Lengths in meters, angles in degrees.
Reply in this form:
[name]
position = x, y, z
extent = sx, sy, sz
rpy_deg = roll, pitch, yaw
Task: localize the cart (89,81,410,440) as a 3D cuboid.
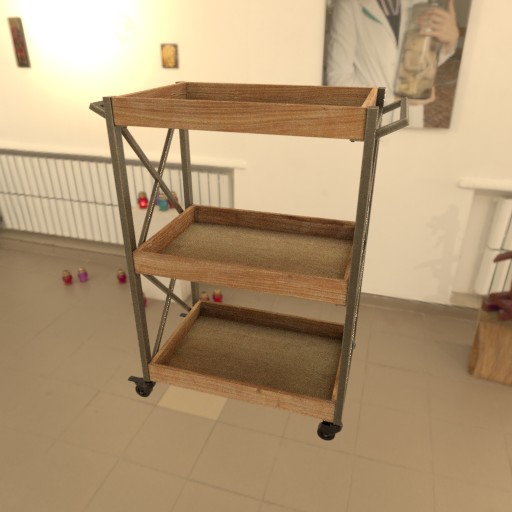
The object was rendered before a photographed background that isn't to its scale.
[cart]
position = 0.000, 0.000, 1.193
extent = 0.673, 0.835, 0.377
rpy_deg = 8, 28, 15
